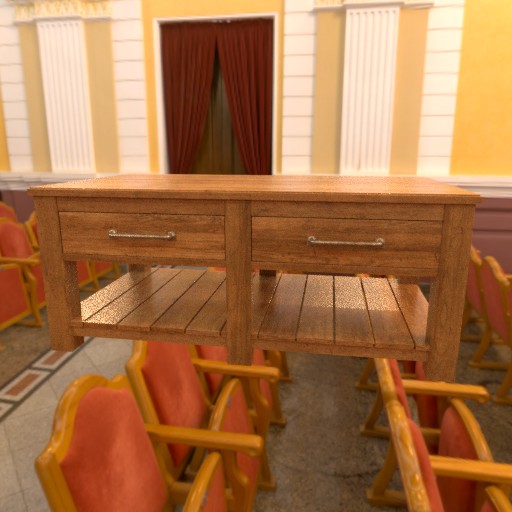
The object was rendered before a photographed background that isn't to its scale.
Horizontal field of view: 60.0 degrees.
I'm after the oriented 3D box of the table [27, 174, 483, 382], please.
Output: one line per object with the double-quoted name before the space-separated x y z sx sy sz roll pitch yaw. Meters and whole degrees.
"table" 0.000 0.000 1.446 1.150 0.480 0.635 2 14 9
